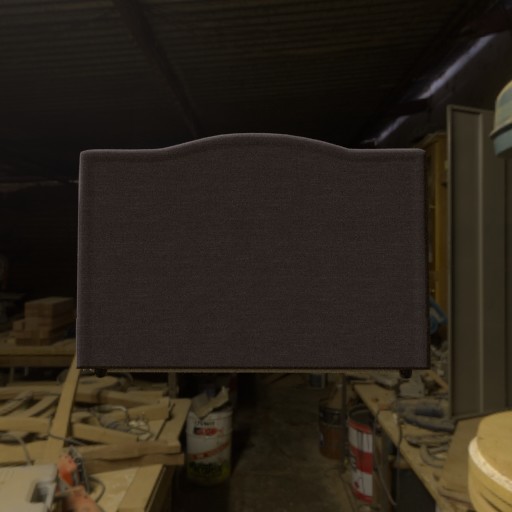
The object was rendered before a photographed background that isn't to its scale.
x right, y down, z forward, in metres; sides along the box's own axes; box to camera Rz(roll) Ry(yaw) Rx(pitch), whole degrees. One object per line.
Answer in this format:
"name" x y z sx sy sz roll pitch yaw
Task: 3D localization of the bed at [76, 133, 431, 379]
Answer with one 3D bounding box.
"bed" 0.000 0.000 3.939 2.161 1.457 2.689 0 0 1
